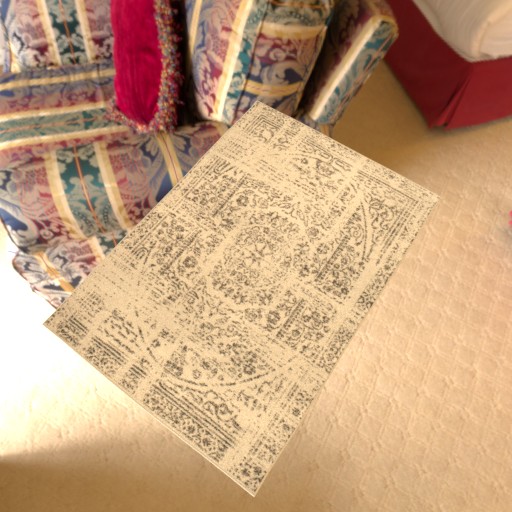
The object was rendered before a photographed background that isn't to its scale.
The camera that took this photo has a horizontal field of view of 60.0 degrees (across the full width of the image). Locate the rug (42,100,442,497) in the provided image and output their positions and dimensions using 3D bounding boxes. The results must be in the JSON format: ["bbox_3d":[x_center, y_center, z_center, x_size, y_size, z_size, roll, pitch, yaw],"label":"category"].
[{"bbox_3d":[0.000,0.000,3.093,1.706,0.026,2.438,32,68,15],"label":"rug"}]
